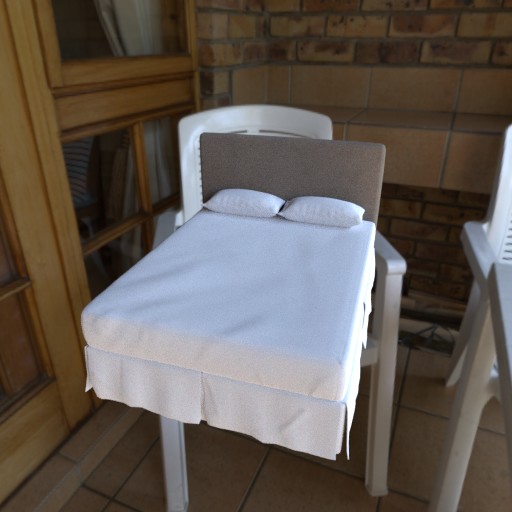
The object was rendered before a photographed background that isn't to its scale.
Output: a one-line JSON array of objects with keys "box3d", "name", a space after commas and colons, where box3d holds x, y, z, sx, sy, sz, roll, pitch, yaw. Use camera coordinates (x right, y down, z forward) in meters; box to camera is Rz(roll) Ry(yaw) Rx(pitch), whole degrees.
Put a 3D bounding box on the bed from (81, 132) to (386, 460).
[{"box3d": [0.000, 0.000, 3.264, 1.723, 1.330, 2.142, 8, 28, 16], "name": "bed"}]
